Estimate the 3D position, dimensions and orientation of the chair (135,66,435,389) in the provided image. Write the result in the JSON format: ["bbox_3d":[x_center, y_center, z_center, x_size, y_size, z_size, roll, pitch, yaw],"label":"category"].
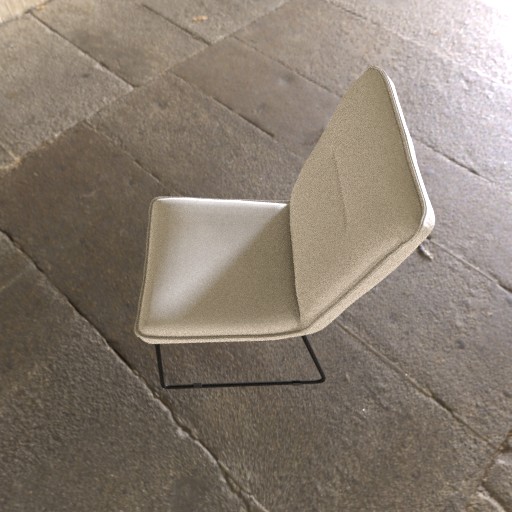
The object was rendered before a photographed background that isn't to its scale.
[{"bbox_3d":[0.000,0.000,1.322,0.688,0.930,0.515,-2,57,-1],"label":"chair"}]
